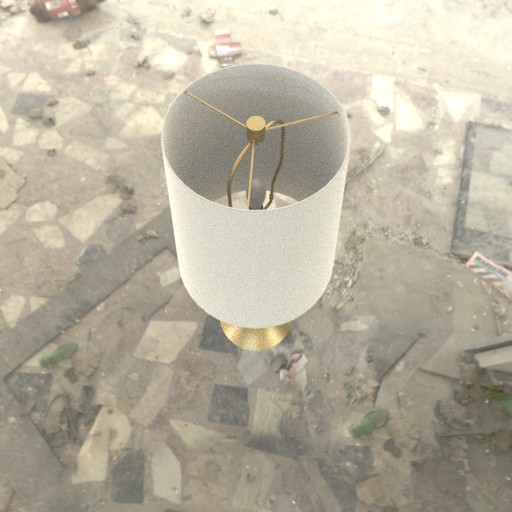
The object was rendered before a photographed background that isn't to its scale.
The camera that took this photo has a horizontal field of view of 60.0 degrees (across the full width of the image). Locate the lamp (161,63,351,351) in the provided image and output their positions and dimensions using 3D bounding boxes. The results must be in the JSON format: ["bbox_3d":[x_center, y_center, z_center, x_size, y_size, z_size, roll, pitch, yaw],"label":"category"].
[{"bbox_3d":[0.000,0.000,0.669,0.231,0.569,0.231,0,64,0],"label":"lamp"}]
